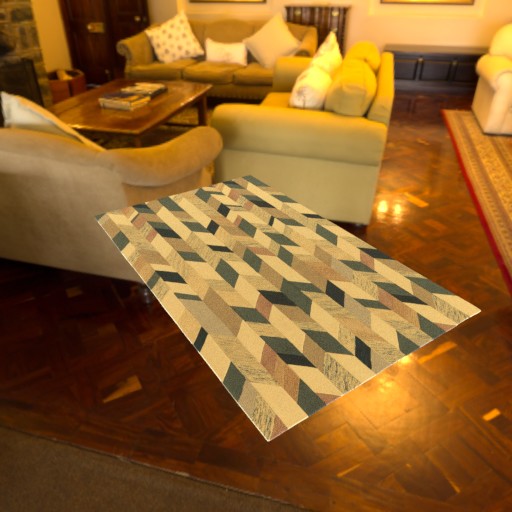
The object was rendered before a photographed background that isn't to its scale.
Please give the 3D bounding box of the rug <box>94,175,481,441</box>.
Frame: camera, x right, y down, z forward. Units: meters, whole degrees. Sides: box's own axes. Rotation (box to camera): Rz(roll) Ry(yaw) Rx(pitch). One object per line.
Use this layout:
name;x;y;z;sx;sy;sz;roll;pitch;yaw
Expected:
rug;0.000;0.000;3.048;1.513;0.008;2.423;-20;38;-28
